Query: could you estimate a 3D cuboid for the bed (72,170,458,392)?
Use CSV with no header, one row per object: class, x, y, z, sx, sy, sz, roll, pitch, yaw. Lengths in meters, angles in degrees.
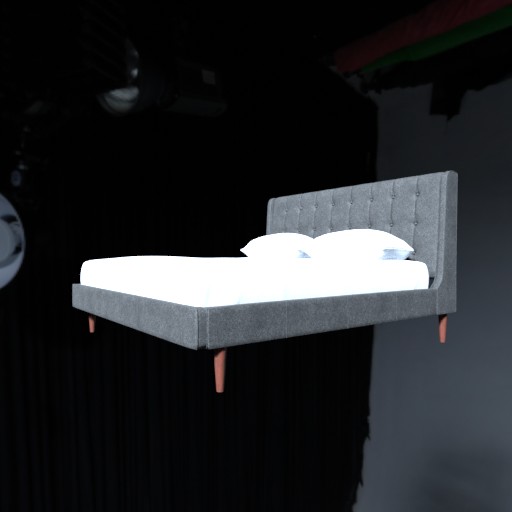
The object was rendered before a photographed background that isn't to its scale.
bed,0.000,0.000,2.558,1.638,0.933,1.531,0,0,-37
